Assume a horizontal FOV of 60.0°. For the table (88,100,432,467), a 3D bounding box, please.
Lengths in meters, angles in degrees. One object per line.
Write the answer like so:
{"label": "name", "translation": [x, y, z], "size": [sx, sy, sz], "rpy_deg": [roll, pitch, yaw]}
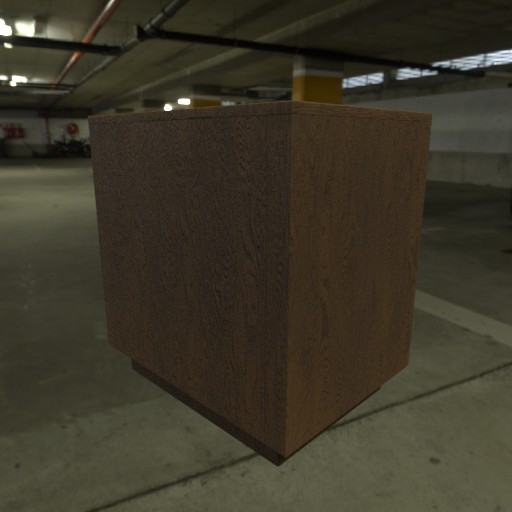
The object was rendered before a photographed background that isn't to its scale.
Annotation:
{"label": "table", "translation": [0.000, 0.000, 0.964], "size": [0.560, 0.585, 0.439], "rpy_deg": [14, 20, 43]}
